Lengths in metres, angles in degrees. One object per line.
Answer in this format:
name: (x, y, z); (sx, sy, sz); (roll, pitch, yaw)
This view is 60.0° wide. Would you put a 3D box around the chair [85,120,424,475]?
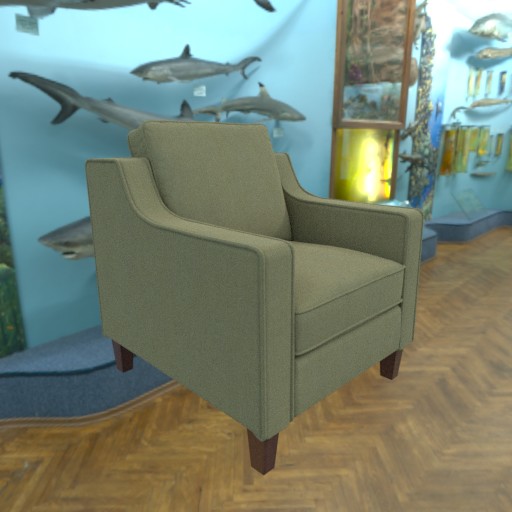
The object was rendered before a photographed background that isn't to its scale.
chair: (0.000, 0.000, 1.634); (0.831, 0.960, 0.909); (-14, 21, -43)
